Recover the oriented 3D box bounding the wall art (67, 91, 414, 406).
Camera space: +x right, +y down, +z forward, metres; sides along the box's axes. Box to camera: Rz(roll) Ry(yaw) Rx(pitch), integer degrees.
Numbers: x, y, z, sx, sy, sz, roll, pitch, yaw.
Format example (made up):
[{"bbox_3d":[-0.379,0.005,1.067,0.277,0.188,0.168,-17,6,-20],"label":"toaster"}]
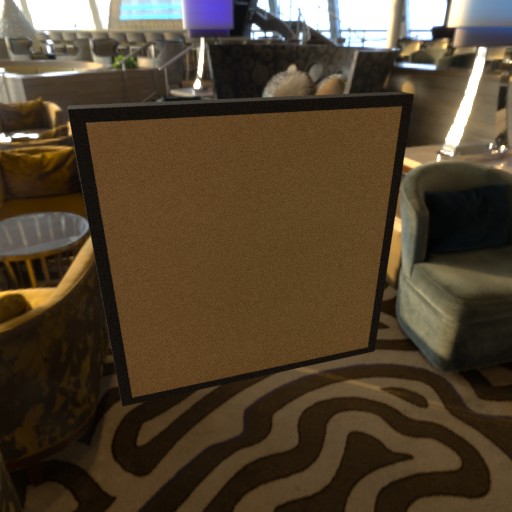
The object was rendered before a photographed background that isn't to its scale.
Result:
[{"bbox_3d":[0.000,0.000,0.754,0.508,0.507,0.033,-8,28,-16],"label":"wall art"}]
